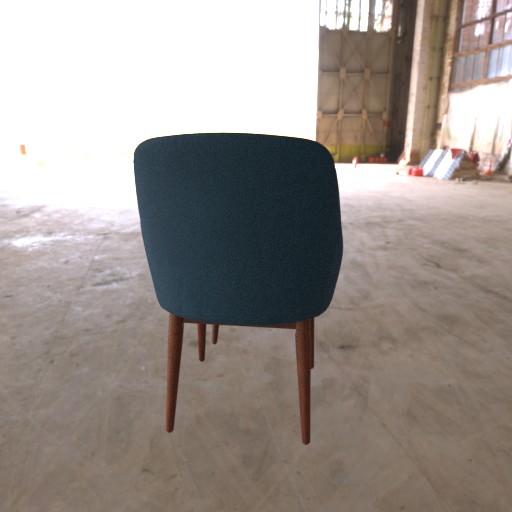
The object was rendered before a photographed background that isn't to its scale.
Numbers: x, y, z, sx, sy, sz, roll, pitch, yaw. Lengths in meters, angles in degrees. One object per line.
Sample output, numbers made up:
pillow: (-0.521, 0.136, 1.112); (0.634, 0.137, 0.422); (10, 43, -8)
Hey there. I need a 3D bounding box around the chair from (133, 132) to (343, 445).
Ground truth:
chair: (0.000, 0.000, 1.598); (0.584, 0.866, 1.114); (2, 16, 7)
